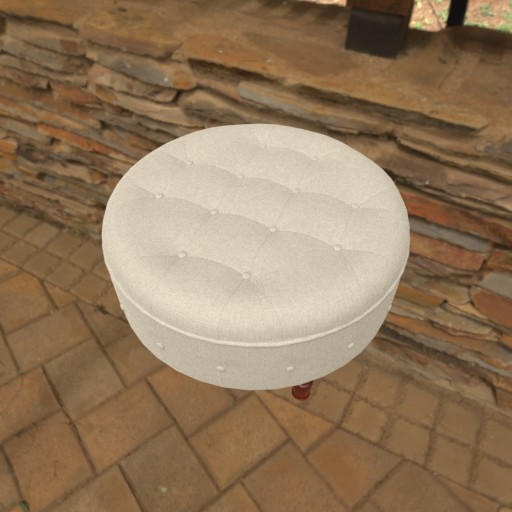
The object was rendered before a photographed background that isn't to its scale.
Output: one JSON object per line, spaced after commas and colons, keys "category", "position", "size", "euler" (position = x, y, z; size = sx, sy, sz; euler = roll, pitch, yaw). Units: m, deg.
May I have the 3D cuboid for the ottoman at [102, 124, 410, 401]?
{"category": "ottoman", "position": [0.000, 0.000, 1.375], "size": [0.850, 0.483, 0.850], "euler": [0, 47, 0]}
